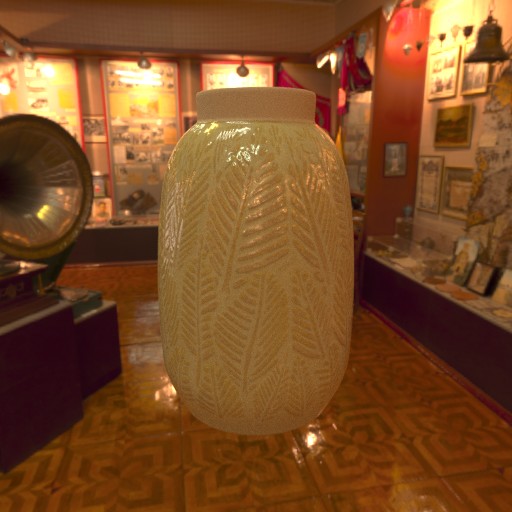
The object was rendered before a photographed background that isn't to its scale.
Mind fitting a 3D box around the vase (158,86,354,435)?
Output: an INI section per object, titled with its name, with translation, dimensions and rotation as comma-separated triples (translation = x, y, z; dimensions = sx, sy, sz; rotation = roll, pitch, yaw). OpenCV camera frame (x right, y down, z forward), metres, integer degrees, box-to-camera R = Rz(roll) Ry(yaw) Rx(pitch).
[vase]
translation = 0.000, 0.000, 0.391
dimensions = 0.172, 0.270, 0.172
rotation = 0, 14, 0
